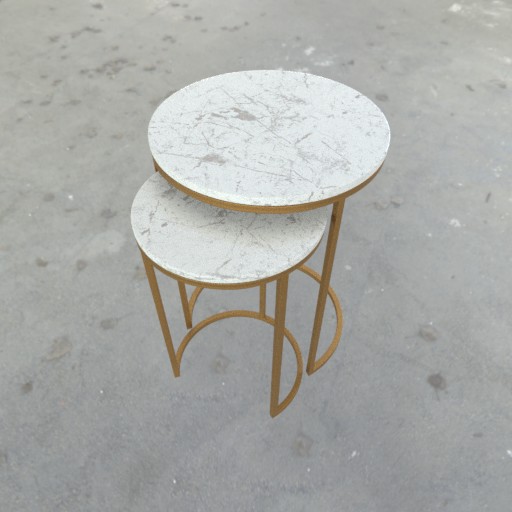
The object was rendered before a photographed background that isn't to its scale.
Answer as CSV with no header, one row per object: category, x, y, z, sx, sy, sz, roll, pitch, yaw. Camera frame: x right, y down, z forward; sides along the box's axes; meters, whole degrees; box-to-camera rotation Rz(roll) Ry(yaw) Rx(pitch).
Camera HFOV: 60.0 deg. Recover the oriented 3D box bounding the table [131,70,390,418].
table,0.000,0.000,0.910,0.400,0.550,0.507,18,49,16
